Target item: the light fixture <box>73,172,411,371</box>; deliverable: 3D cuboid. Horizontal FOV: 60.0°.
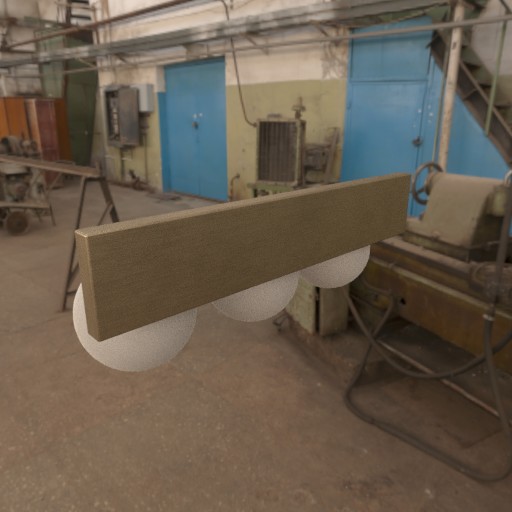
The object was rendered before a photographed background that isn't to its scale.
[{"bbox_3d":[0.000,0.000,0.833,0.721,0.263,0.218,-17,24,-41],"label":"light fixture"}]
